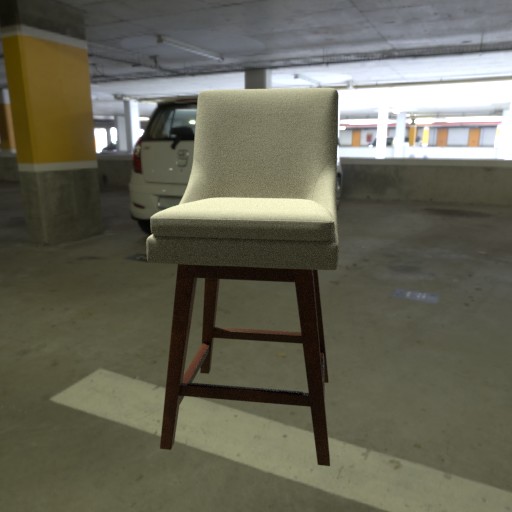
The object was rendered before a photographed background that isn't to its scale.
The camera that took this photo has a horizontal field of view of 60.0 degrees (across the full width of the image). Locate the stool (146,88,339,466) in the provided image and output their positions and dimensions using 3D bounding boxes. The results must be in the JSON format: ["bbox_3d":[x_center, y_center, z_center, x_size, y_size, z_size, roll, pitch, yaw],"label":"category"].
[{"bbox_3d":[0.000,0.000,1.318,0.469,0.991,0.559,2,15,8],"label":"stool"}]
